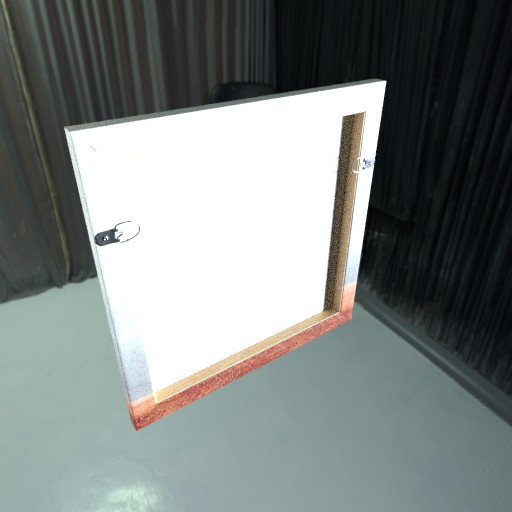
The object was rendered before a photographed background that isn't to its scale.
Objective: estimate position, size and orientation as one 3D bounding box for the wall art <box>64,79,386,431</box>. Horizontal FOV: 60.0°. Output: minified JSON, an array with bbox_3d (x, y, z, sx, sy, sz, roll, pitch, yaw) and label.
[{"bbox_3d":[0.000,0.000,1.116,0.760,0.760,0.042,-20,37,-29],"label":"wall art"}]
